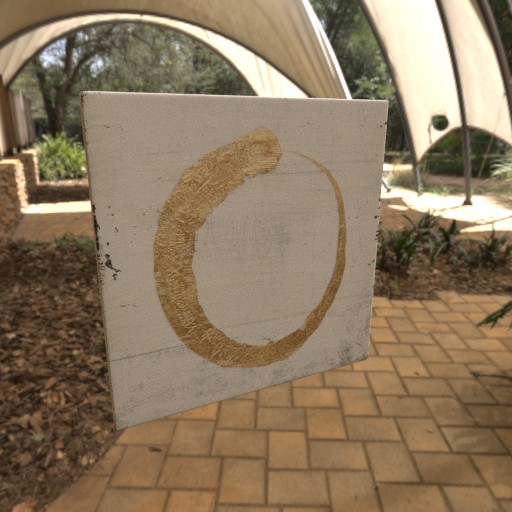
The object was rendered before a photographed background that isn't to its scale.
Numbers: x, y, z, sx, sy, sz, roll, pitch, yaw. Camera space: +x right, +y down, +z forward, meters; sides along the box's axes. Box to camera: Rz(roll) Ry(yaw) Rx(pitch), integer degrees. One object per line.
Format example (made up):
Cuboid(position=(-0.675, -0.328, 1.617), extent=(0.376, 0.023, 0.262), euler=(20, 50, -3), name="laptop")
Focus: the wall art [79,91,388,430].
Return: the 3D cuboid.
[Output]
Cuboid(position=(0.000, 0.000, 1.126), extent=(0.762, 0.762, 0.038), euler=(-8, 18, -25), name="wall art")
